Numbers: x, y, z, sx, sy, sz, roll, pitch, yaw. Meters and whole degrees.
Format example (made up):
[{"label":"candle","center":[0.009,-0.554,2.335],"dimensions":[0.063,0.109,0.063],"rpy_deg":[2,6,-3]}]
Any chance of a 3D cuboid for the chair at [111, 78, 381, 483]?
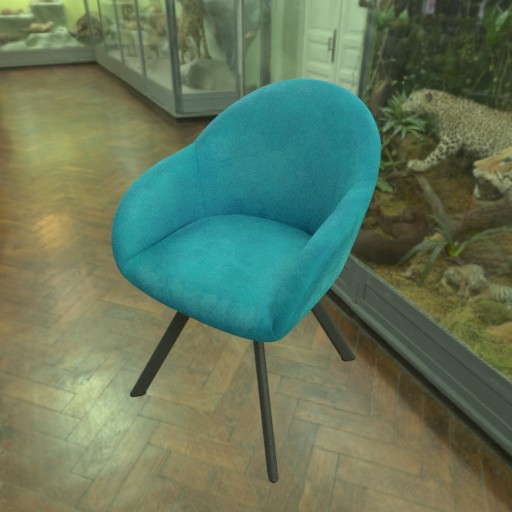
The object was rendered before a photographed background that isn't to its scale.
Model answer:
[{"label":"chair","center":[0.000,0.000,1.160],"dimensions":[0.550,0.795,0.590],"rpy_deg":[19,36,28]}]
